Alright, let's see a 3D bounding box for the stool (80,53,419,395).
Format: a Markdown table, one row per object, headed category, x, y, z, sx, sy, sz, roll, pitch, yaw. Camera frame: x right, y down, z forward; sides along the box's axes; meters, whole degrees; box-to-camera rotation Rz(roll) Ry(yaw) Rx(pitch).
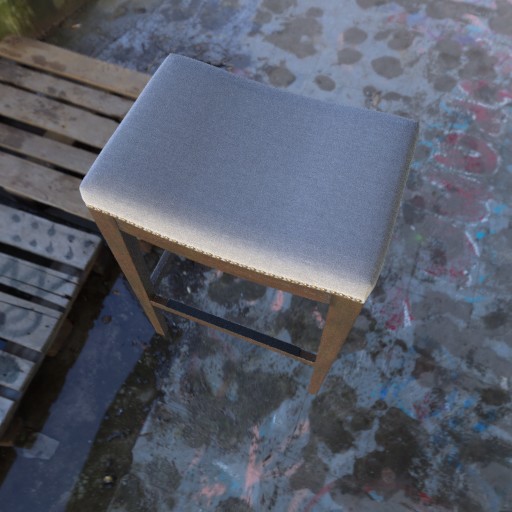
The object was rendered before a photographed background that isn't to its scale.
| category | x | y | z | sx | sy | sz | roll | pitch | yaw |
| --- | --- | --- | --- | --- | --- | --- | --- | --- | --- |
| stool | 0.000 | 0.000 | 1.041 | 0.508 | 0.762 | 0.356 | 19 | 65 | 9 |
